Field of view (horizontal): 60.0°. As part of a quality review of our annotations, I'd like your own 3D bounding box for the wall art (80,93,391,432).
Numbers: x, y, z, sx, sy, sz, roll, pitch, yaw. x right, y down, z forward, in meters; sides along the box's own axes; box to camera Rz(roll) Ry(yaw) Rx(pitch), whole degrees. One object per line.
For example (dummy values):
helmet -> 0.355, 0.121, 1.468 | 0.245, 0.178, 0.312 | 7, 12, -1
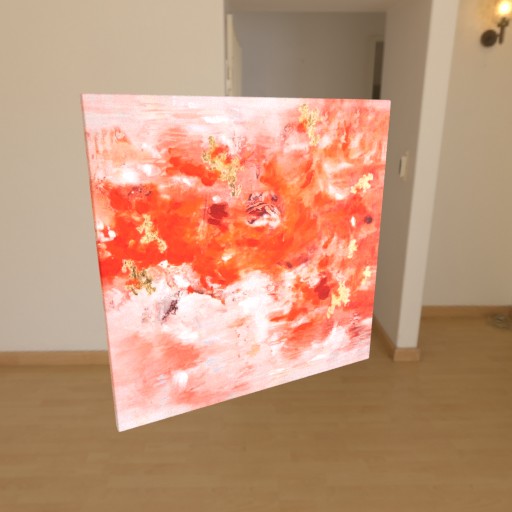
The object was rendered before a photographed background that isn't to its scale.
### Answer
wall art -> 0.000, 0.000, 1.303 | 0.878, 0.878, 0.066 | -8, 19, -25
